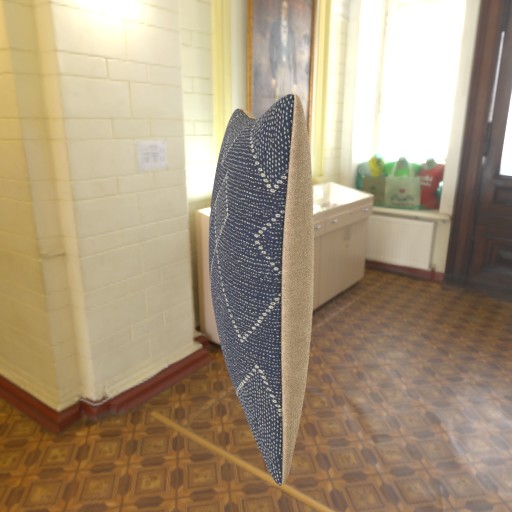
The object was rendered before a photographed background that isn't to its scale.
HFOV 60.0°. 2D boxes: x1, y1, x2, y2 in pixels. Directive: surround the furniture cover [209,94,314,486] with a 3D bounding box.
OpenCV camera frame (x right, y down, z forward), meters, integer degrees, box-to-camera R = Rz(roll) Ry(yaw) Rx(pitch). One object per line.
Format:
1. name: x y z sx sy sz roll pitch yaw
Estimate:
1. furniture cover: 0.000 0.000 0.770 0.162 0.503 0.511 -2 17 -8
